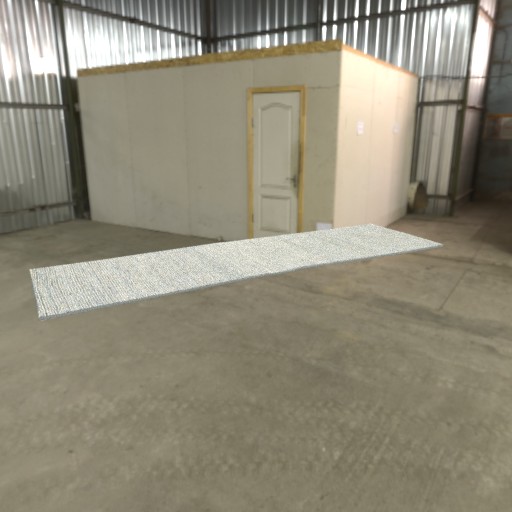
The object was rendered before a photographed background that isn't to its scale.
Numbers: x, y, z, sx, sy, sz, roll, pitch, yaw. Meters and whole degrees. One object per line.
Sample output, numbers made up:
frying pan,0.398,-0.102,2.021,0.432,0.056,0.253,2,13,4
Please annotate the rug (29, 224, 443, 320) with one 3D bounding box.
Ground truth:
rug,0.000,0.000,2.566,2.341,0.037,0.675,-9,19,-27
